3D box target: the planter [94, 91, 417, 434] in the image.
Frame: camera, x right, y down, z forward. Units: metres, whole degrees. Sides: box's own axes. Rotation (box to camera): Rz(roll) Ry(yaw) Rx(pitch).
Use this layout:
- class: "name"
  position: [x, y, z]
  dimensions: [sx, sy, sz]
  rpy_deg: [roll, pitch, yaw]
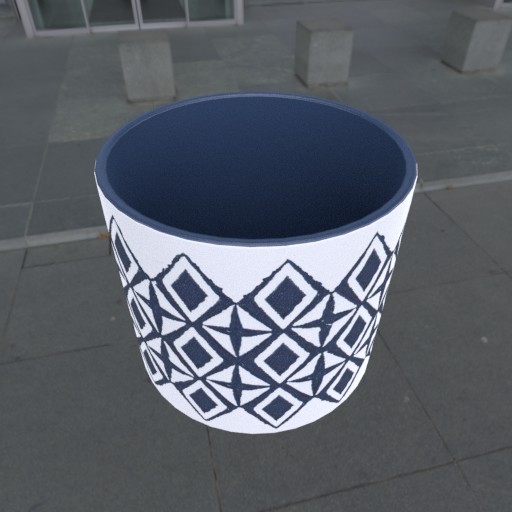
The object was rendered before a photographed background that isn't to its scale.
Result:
- class: "planter"
  position: [0.000, 0.000, 0.381]
  dimensions: [0.224, 0.203, 0.224]
  rpy_deg: [0, 40, 0]
